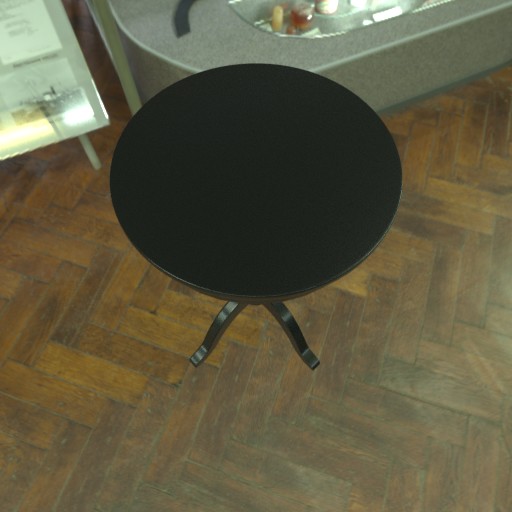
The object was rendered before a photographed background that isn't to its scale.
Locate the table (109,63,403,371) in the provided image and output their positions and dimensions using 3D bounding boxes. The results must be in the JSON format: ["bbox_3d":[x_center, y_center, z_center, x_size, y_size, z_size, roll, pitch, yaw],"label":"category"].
[{"bbox_3d":[0.000,0.000,1.020,0.481,0.665,0.481,0,62,0],"label":"table"}]
